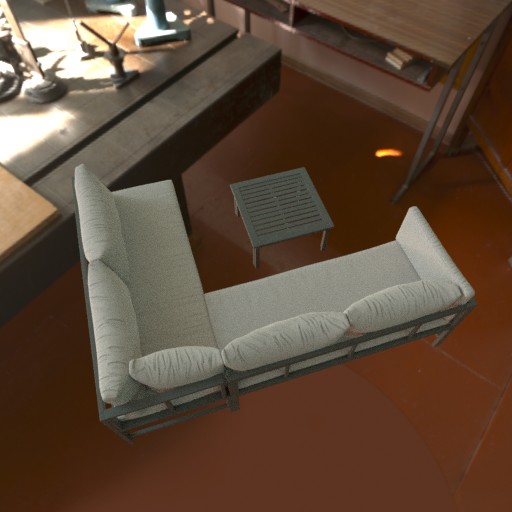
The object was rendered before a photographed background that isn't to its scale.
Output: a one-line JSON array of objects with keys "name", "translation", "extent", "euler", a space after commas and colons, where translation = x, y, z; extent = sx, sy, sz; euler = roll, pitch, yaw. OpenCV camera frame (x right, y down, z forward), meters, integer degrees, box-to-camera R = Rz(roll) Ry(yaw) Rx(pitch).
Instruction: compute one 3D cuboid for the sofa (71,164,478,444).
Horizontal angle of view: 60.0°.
[{"name": "sofa", "translation": [0.000, 0.000, 2.942], "extent": [2.096, 0.758, 1.658], "euler": [-15, 59, -9]}]
